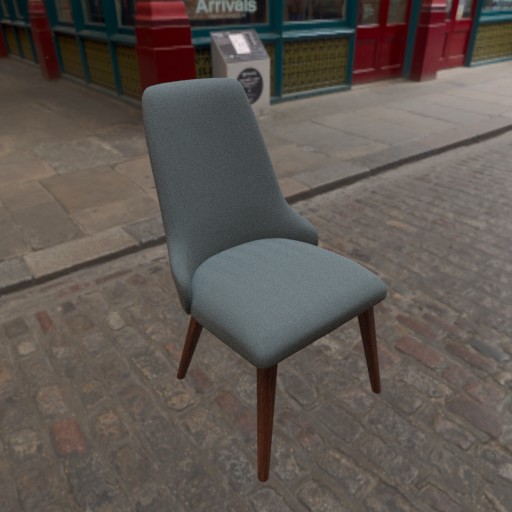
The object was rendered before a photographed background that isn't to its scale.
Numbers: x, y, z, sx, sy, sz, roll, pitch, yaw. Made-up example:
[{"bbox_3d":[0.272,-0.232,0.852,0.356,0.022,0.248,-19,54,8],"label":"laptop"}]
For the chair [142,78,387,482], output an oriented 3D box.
[{"bbox_3d":[0.000,0.000,1.341,0.535,0.918,0.707,-22,37,-32],"label":"chair"}]
